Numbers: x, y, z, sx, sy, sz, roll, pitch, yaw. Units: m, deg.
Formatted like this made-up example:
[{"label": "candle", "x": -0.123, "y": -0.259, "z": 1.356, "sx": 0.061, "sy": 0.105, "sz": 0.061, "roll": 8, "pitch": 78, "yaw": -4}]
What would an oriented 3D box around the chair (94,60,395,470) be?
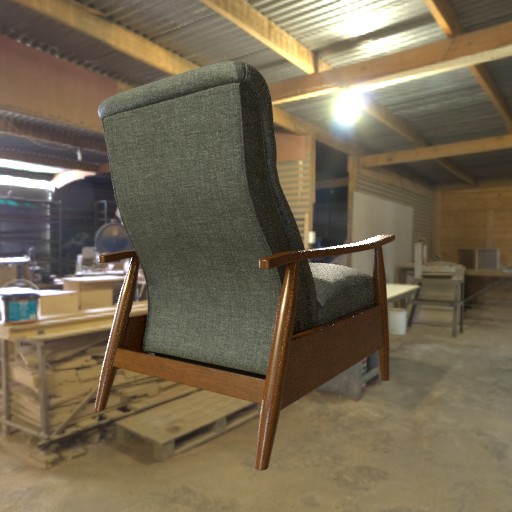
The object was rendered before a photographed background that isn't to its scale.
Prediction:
[{"label": "chair", "x": 0.000, "y": 0.000, "z": 1.733, "sx": 0.762, "sy": 1.082, "sz": 1.030, "roll": 1, "pitch": 2, "yaw": 36}]
